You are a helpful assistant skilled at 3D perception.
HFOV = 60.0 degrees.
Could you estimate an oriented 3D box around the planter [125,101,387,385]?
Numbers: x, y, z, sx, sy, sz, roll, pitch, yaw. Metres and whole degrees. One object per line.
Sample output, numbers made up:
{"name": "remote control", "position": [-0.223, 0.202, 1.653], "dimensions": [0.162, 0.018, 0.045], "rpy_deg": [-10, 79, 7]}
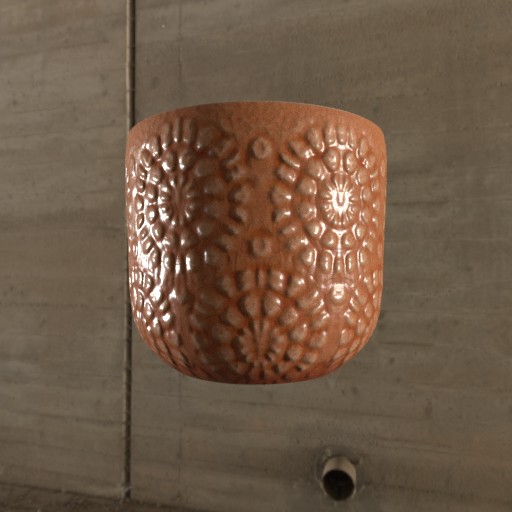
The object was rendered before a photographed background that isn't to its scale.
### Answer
{"name": "planter", "position": [0.000, 0.000, 0.218], "dimensions": [0.124, 0.109, 0.124], "rpy_deg": [0, -1, 0]}
